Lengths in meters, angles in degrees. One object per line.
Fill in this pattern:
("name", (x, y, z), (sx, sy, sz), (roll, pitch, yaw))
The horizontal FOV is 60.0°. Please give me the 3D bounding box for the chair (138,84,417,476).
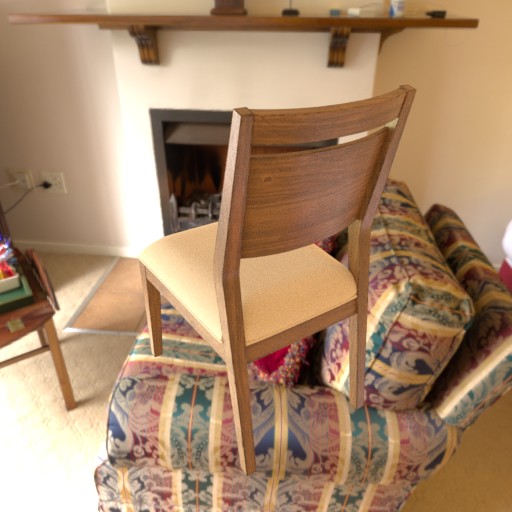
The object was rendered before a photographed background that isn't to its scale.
("chair", (0.000, 0.000, 1.242), (0.497, 0.939, 0.610), (-18, 35, -28))
